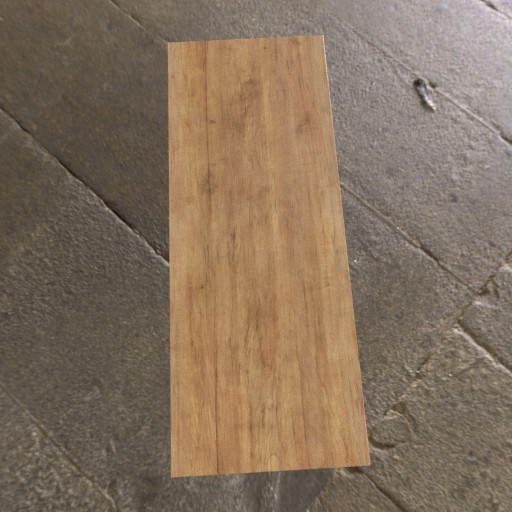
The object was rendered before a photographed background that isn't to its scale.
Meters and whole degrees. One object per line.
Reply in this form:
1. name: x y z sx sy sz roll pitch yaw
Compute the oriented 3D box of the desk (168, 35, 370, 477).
1. desk: 0.000 0.000 1.875 0.600 0.760 1.520 -3 76 -1
